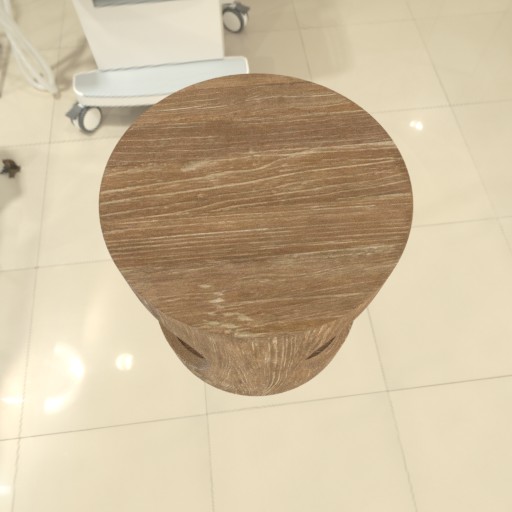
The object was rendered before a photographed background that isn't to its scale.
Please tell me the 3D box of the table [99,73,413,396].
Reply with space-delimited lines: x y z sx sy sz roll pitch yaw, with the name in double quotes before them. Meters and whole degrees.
"table" 0.000 0.000 0.997 0.527 0.551 0.527 0 64 0
